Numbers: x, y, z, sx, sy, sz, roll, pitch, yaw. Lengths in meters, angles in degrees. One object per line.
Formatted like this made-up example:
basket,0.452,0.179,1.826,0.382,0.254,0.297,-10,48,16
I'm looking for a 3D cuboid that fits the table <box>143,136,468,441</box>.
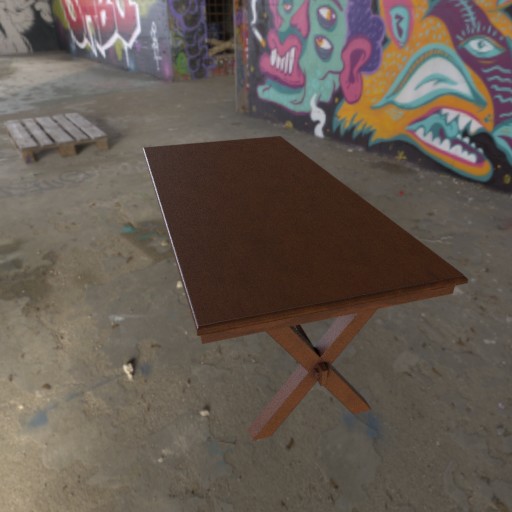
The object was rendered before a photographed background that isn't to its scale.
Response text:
table,0.000,0.000,1.491,0.594,0.459,1.197,-9,31,-15
